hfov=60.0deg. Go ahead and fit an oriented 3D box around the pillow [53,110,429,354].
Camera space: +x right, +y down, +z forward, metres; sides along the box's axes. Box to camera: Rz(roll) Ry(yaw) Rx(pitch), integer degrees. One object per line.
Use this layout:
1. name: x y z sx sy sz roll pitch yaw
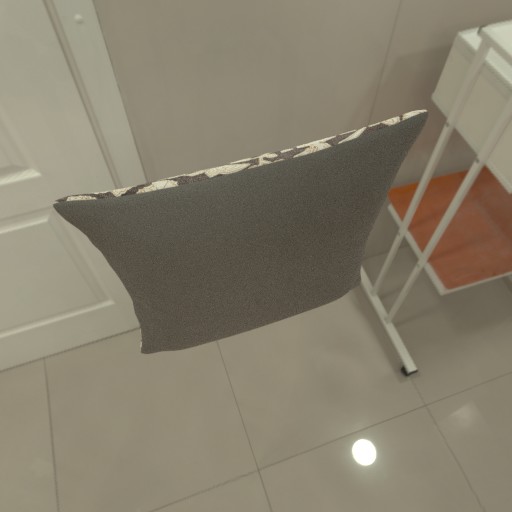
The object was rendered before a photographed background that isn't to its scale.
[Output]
1. pillow: 0.000 0.000 0.796 0.526 0.507 0.166 -16 58 -11
